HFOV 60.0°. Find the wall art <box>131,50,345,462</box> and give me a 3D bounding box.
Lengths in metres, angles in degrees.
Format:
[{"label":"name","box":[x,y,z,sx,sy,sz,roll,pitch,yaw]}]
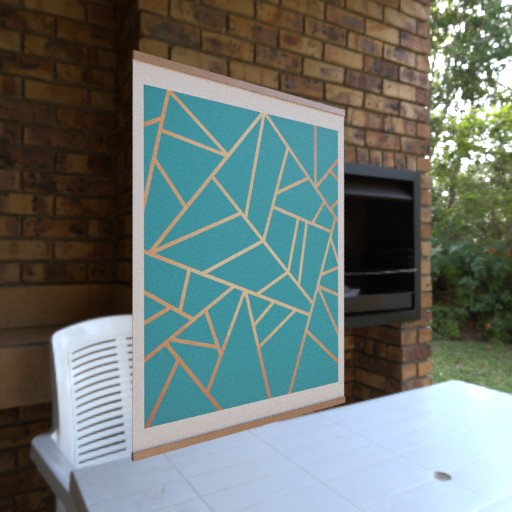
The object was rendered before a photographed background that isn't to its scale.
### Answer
[{"label":"wall art","box":[0.000,0.000,1.323,0.758,1.016,0.013,0,0,-36]}]
